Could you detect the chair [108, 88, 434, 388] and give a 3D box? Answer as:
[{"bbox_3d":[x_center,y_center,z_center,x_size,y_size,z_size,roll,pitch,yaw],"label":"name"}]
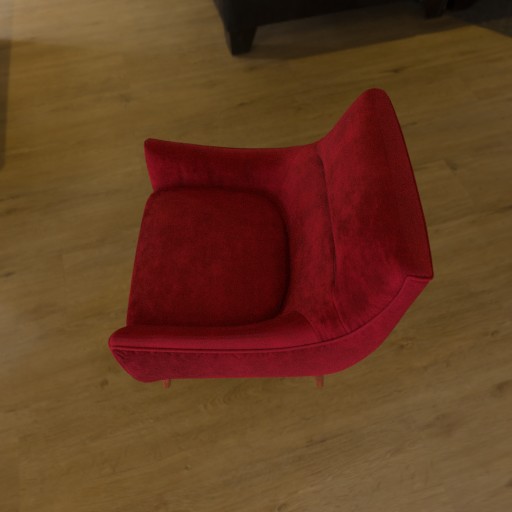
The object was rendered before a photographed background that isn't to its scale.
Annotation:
[{"bbox_3d":[0.000,0.000,1.427,0.787,0.838,0.762,0,58,0],"label":"chair"}]
